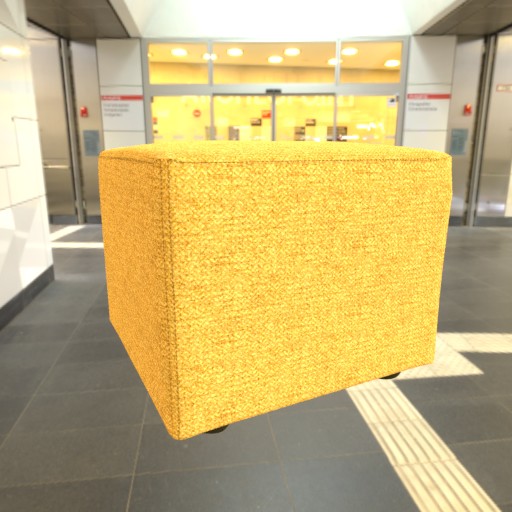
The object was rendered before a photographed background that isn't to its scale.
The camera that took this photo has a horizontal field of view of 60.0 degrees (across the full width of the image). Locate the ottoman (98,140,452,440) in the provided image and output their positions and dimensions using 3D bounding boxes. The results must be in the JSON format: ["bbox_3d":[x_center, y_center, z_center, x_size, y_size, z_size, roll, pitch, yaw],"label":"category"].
[{"bbox_3d":[0.000,0.000,0.877,0.512,0.441,0.505,-7,16,-26],"label":"ottoman"}]
